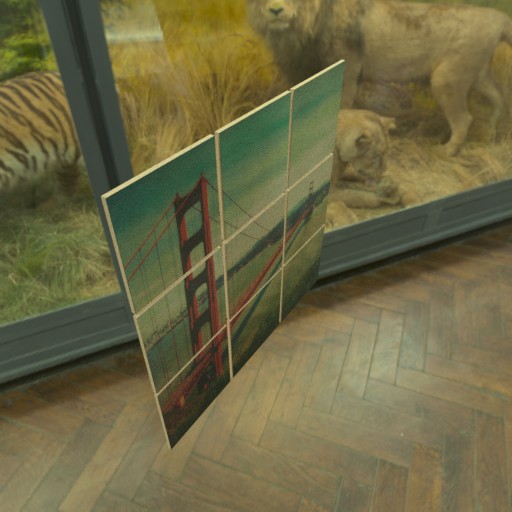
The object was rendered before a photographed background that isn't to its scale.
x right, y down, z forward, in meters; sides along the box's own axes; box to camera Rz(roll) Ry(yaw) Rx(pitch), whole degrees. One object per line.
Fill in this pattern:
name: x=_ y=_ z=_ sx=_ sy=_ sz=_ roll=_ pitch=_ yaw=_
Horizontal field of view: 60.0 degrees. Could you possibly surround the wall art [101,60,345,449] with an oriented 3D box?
wall art: x=0.000 y=0.000 z=1.784 sx=0.016 sy=1.207 sz=1.217 roll=25 pitch=46 yaw=26
